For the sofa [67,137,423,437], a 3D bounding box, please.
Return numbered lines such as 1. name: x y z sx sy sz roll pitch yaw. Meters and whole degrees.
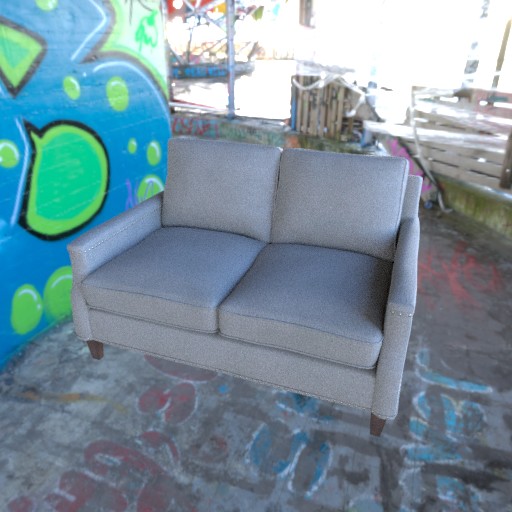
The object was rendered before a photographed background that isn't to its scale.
1. sofa: 0.000 0.000 2.303 1.597 1.003 1.084 9 28 18
